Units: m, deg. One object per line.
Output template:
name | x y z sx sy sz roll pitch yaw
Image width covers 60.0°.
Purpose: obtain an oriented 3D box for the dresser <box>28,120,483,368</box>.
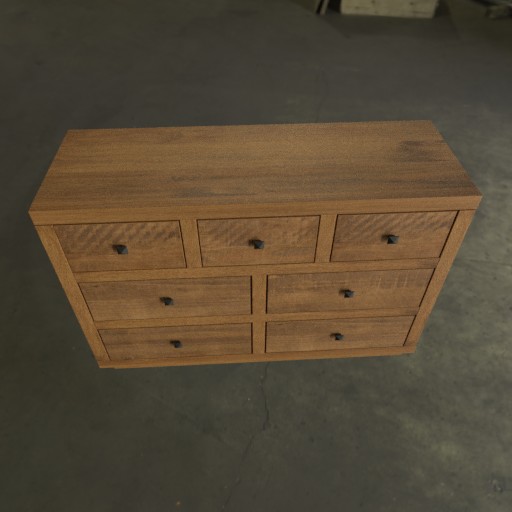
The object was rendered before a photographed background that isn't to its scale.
dresser | 0.000 0.000 1.663 1.261 0.825 0.479 -2 45 -2
